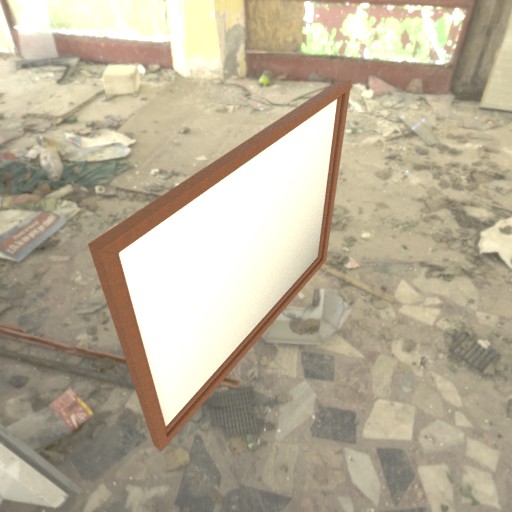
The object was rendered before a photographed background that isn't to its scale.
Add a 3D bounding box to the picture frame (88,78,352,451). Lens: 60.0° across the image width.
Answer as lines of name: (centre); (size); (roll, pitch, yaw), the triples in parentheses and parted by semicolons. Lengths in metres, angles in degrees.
picture frame: (0.000, 0.000, 1.781); (0.045, 1.018, 1.329); (25, 47, 25)
